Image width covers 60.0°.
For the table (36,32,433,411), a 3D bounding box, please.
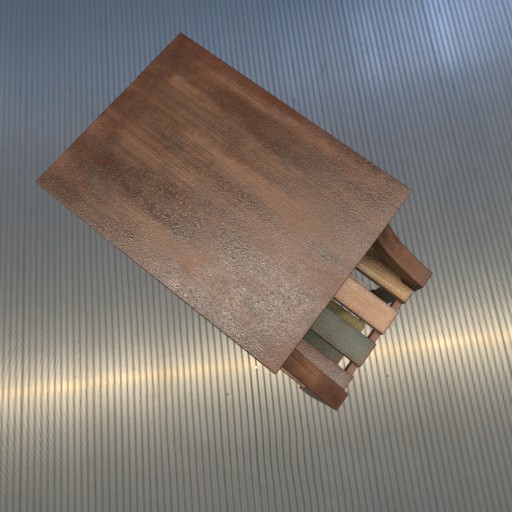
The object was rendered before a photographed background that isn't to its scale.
[{"bbox_3d":[0.000,0.000,0.972,0.609,0.584,0.356,37,79,9],"label":"table"}]
